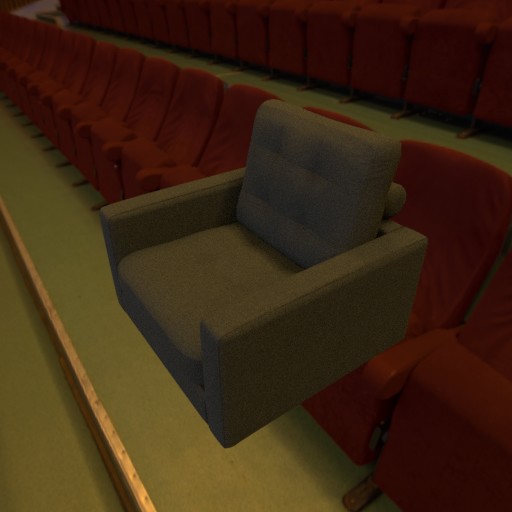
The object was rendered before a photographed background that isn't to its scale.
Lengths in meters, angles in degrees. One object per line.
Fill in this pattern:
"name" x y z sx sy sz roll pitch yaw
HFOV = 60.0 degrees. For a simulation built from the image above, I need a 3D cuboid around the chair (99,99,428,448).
"chair" 0.000 0.000 1.546 0.843 0.880 0.821 -21 39 -29
